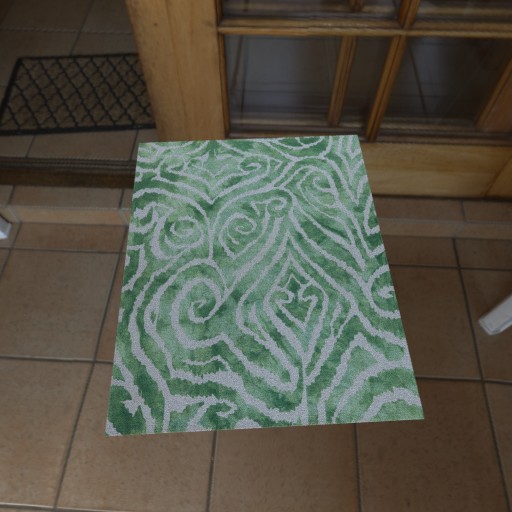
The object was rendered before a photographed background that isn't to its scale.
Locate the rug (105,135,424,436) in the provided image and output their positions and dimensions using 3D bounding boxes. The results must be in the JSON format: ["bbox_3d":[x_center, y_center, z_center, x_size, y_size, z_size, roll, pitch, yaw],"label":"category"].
[{"bbox_3d":[0.000,0.000,4.156,2.436,0.007,3.045,-3,59,-2],"label":"rug"}]
